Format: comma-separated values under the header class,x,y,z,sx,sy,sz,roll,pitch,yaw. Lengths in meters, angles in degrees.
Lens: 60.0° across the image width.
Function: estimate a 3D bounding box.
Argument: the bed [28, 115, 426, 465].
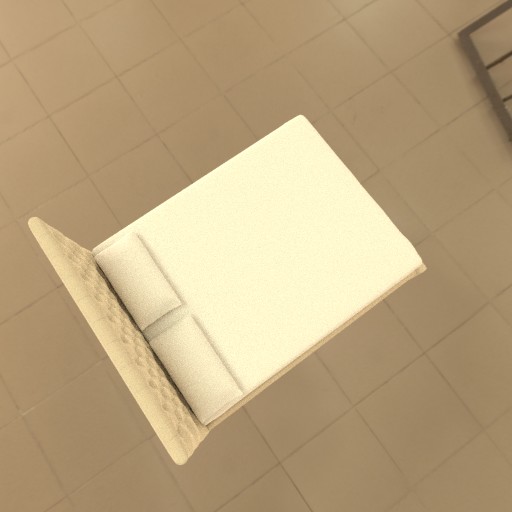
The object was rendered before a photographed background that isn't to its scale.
class,x,y,z,sx,sy,sz,roll,pitch,yaw
bed,0.000,0.000,3.333,2.233,1.426,1.696,-35,79,-8
